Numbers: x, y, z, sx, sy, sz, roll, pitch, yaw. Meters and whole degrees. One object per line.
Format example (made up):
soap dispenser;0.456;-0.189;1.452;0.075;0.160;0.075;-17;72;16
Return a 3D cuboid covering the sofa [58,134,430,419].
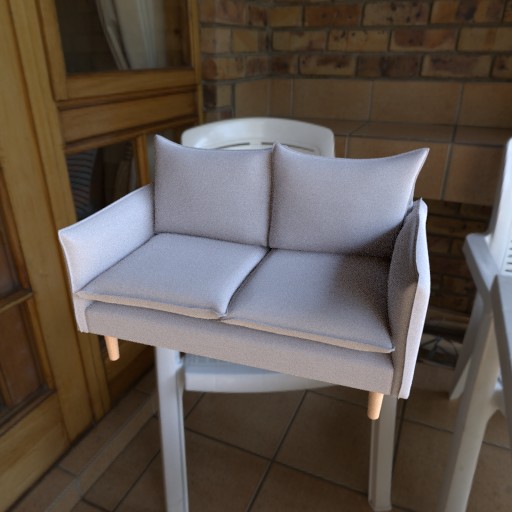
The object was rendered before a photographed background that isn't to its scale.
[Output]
sofa;0.000;0.000;1.812;1.300;0.840;0.820;8;26;16
